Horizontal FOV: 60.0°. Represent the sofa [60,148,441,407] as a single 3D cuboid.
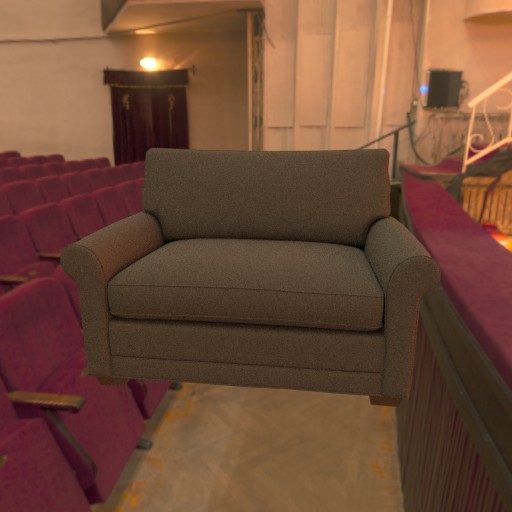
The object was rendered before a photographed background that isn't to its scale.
[{"bbox_3d":[0.000,0.000,2.055,1.410,0.953,0.940,2,15,7],"label":"sofa"}]
